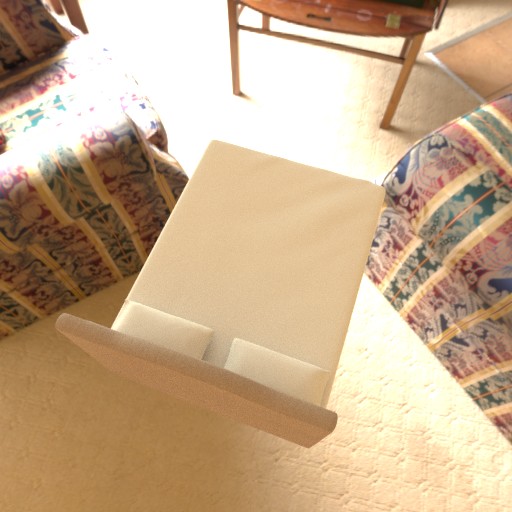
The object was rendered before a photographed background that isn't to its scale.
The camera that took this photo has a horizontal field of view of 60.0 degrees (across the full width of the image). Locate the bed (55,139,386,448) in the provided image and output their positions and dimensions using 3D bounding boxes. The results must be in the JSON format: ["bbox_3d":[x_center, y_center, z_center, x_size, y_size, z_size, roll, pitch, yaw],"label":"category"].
[{"bbox_3d":[0.000,0.000,3.502,1.821,1.436,2.282,18,65,9],"label":"bed"}]
